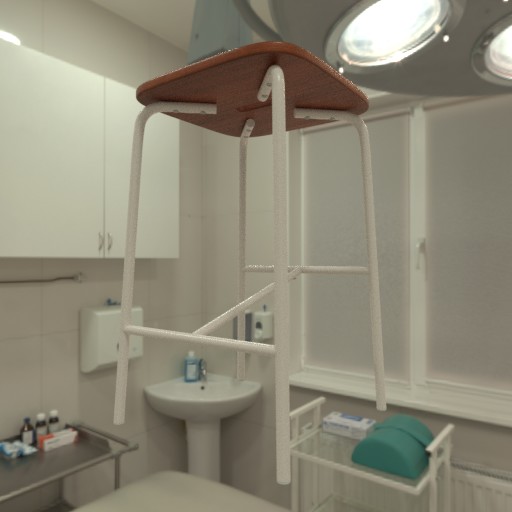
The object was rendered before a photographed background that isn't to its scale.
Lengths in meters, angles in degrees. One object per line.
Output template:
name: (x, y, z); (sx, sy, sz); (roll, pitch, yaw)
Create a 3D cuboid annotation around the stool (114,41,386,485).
stool: (0.000, 0.000, 0.848); (0.376, 0.610, 0.376); (0, -1, 37)
